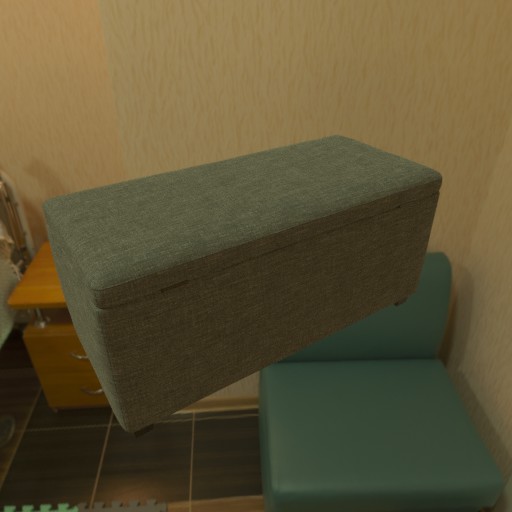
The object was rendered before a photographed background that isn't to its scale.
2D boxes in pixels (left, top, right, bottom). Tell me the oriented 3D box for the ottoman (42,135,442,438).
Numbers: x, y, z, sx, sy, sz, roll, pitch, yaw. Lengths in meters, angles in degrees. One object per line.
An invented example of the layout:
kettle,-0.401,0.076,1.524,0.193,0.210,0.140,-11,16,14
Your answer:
ottoman,0.000,0.000,1.142,0.902,0.432,0.419,-19,37,-28
